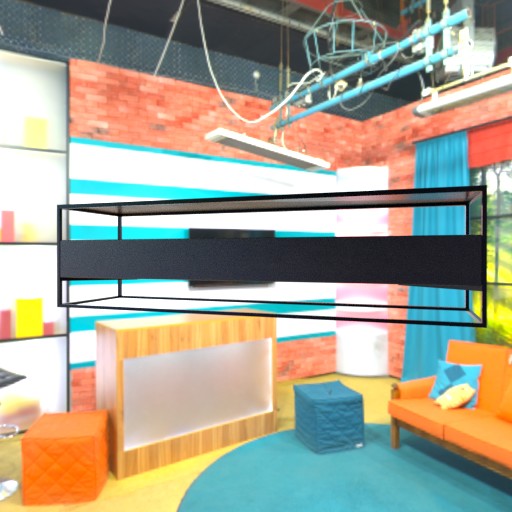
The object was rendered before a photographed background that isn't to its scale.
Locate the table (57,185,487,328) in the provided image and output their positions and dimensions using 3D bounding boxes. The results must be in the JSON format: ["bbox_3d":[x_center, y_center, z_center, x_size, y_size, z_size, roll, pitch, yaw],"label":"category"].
[{"bbox_3d":[0.000,0.000,1.654,1.486,0.395,0.399,0,0,19],"label":"table"}]
